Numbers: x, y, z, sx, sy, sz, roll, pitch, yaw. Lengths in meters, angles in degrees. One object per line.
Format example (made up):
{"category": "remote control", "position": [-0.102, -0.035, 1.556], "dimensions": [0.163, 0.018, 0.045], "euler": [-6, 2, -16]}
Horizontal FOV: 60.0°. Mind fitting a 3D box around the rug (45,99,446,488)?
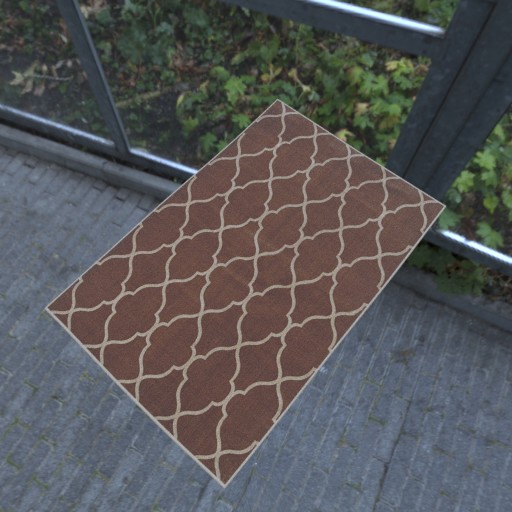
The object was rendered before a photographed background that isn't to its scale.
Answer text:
{"category": "rug", "position": [0.000, 0.000, 2.911], "dimensions": [1.528, 0.014, 2.294], "euler": [38, 70, 16]}
